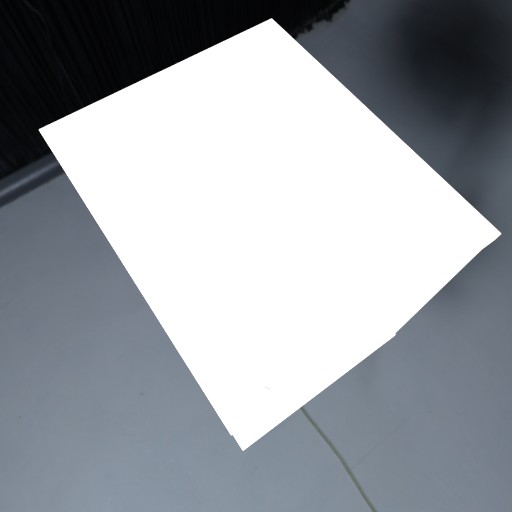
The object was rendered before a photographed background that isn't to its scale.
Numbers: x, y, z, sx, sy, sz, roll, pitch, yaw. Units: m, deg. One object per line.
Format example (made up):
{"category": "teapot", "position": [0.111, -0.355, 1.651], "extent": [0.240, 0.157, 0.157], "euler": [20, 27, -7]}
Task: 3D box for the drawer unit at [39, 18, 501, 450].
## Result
{"category": "drawer unit", "position": [0.000, 0.000, 0.576], "extent": [0.290, 0.344, 0.349], "euler": [-32, 69, -14]}
